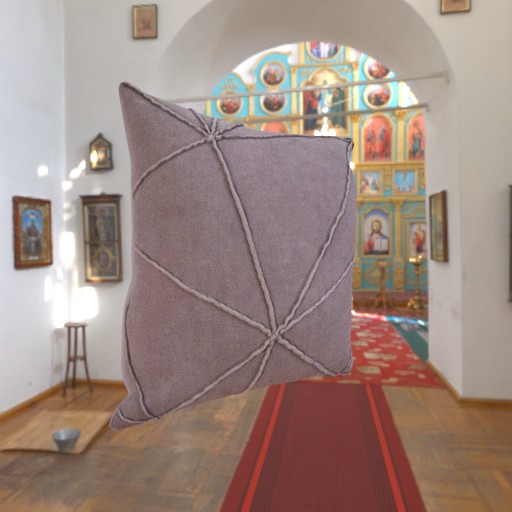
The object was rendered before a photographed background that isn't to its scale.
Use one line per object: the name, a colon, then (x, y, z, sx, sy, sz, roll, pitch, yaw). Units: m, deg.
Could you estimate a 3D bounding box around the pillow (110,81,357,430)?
pillow: (0.000, 0.000, 0.676, 0.439, 0.440, 0.185, 0, 0, -36)
